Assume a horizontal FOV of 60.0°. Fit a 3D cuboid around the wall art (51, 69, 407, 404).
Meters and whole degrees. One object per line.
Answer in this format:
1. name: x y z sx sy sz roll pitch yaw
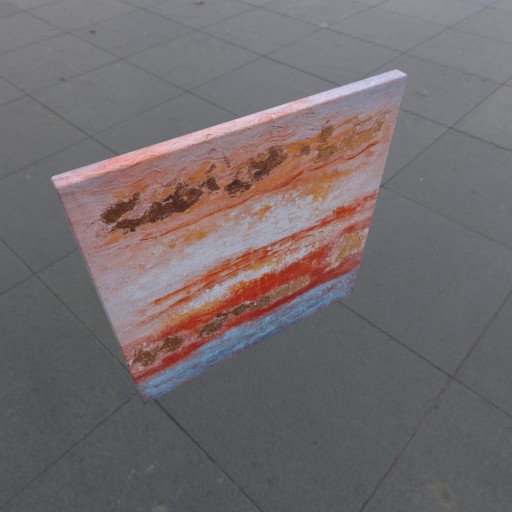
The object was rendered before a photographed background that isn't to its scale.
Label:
1. wall art: 0.000 0.000 1.096 0.747 0.747 0.035 -24 51 -21
